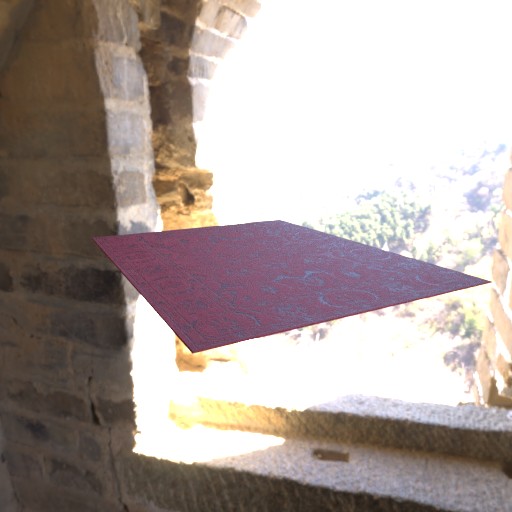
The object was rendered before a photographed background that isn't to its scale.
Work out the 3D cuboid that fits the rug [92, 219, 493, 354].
[{"bbox_3d":[0.000,0.000,3.904,2.300,0.012,2.929,-8,17,-28],"label":"rug"}]
